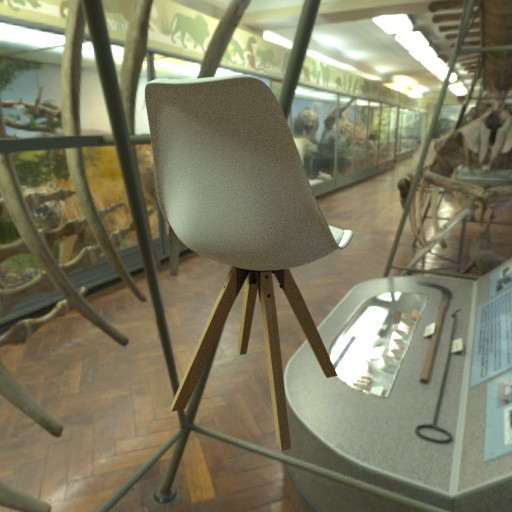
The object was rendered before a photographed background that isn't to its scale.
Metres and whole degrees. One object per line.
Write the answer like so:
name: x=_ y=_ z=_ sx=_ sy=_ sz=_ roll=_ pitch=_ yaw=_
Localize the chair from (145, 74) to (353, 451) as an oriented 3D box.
chair: x=0.000 y=0.000 z=1.190 sx=0.485 sy=0.849 sz=0.550 roll=8 pitch=18 yaw=26
